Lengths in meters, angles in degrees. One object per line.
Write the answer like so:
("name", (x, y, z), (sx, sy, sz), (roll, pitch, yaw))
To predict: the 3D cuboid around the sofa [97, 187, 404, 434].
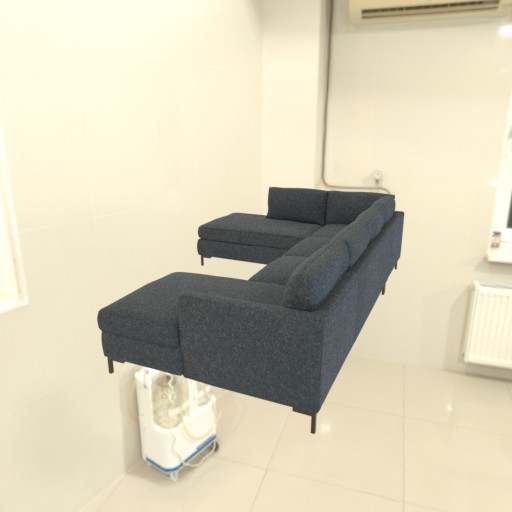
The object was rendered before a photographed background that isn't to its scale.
("sofa", (0.000, 0.000, 3.709), (2.007, 0.813, 2.956), (7, 18, 24))
